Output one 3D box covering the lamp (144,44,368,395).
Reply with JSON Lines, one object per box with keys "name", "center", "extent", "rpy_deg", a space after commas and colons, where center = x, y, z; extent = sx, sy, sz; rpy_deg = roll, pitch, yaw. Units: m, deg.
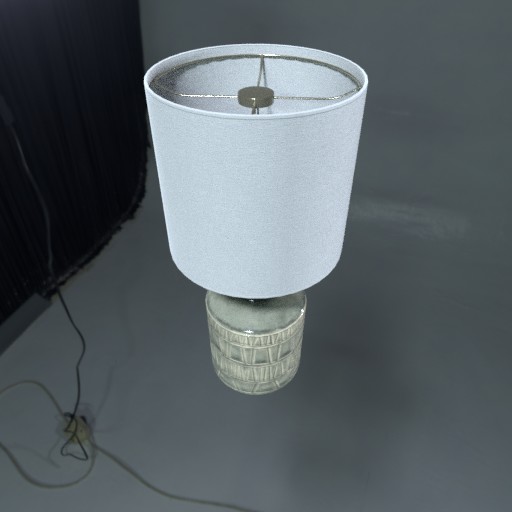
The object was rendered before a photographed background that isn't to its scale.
{"name": "lamp", "center": [0.000, 0.000, 0.569], "extent": [0.211, 0.455, 0.211], "rpy_deg": [12, 41, 14]}
